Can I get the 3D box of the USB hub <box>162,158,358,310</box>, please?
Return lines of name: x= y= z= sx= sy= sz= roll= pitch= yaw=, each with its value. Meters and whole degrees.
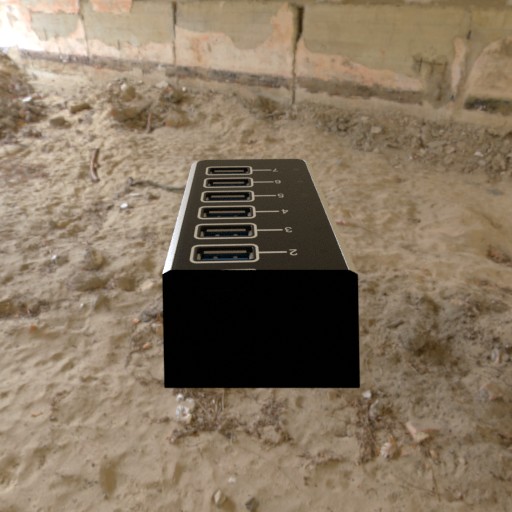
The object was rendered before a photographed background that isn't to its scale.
USB hub: x=0.000 y=0.000 z=0.128 sx=0.044 sy=0.023 sz=0.110 roll=-1 pitch=30 yaw=-2
